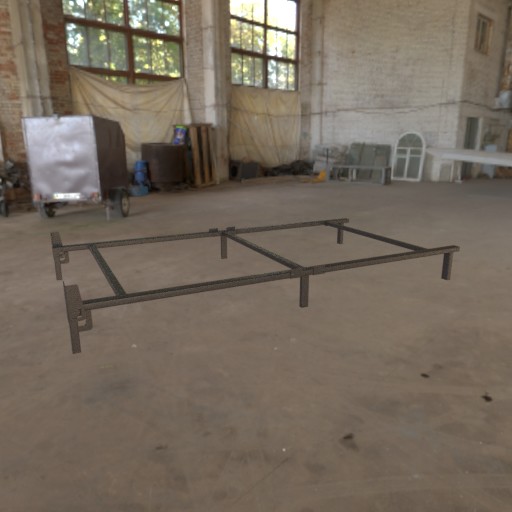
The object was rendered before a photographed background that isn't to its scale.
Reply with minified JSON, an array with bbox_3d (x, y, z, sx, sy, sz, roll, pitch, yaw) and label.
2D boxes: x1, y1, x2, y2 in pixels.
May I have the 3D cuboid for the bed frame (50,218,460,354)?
[{"bbox_3d":[0.000,0.000,2.319,1.897,0.248,0.968,-7,17,-26],"label":"bed frame"}]
